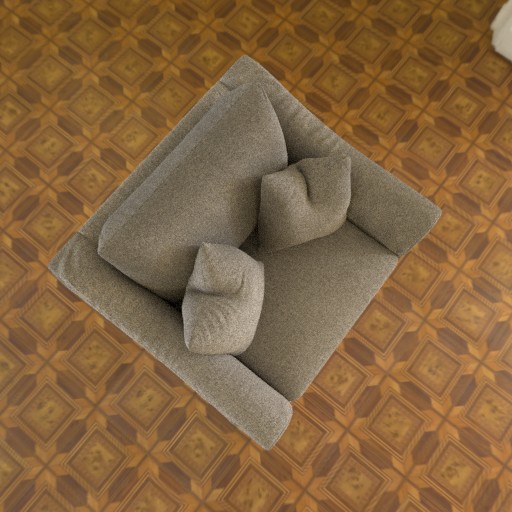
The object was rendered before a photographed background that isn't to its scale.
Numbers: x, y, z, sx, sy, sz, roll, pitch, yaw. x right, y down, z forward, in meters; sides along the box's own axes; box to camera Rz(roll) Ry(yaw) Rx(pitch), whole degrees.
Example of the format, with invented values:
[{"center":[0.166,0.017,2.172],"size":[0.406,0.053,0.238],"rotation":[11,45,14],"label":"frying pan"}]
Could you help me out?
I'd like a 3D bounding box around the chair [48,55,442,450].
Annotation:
[{"center":[0.000,0.000,1.996],"size":[1.071,1.059,1.194],"rotation":[37,78,9],"label":"chair"}]
